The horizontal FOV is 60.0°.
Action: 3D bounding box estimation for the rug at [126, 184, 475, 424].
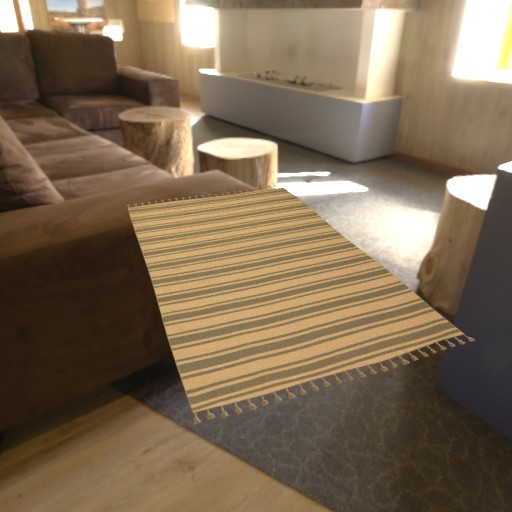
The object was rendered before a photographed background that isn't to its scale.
[{"bbox_3d":[0.000,0.000,2.527,1.222,0.009,2.084,-10,31,-18],"label":"rug"}]
